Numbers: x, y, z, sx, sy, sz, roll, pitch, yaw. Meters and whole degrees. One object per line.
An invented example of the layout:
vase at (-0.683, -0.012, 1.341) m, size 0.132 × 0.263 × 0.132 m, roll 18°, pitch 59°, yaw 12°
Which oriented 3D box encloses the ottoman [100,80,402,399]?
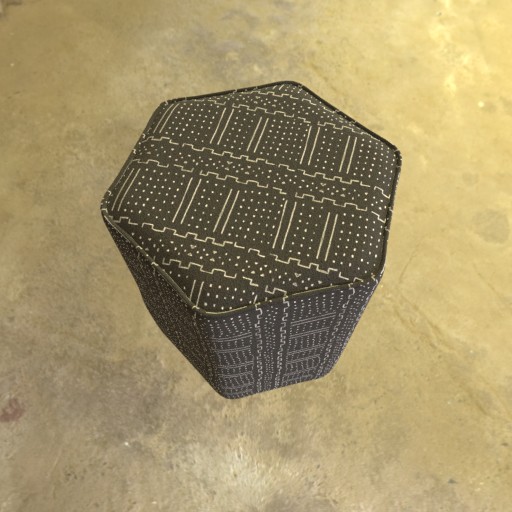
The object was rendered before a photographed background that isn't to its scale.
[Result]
ottoman at (0.000, 0.000, 0.903) m, size 0.443 × 0.502 × 0.494 m, roll 14°, pitch 60°, yaw 8°
